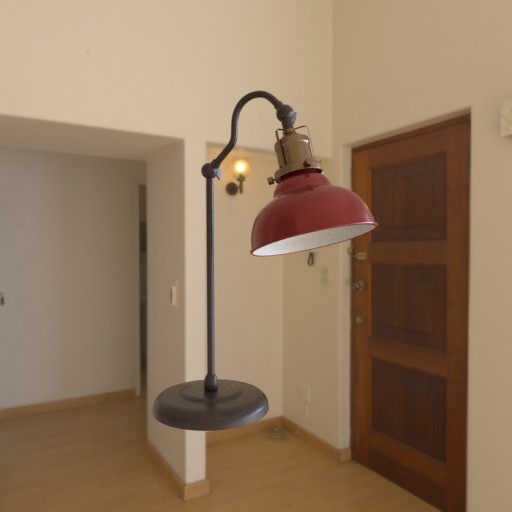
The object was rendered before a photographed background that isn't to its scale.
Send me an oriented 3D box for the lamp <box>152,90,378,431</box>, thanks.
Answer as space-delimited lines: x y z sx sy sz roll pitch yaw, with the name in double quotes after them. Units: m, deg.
0.000 0.000 0.686 0.374 0.508 0.192 0 1 35 "lamp"
